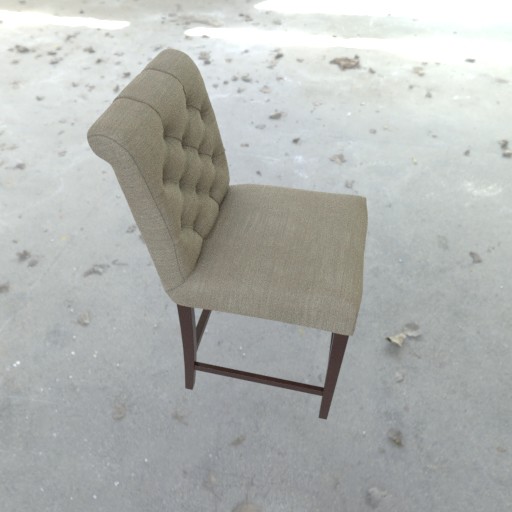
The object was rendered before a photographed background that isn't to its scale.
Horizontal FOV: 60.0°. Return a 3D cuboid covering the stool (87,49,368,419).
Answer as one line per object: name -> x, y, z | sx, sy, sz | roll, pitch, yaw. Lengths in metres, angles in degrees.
stool -> 0.000, 0.000, 1.410 | 0.660, 1.084, 0.486 | 9, 47, 9
